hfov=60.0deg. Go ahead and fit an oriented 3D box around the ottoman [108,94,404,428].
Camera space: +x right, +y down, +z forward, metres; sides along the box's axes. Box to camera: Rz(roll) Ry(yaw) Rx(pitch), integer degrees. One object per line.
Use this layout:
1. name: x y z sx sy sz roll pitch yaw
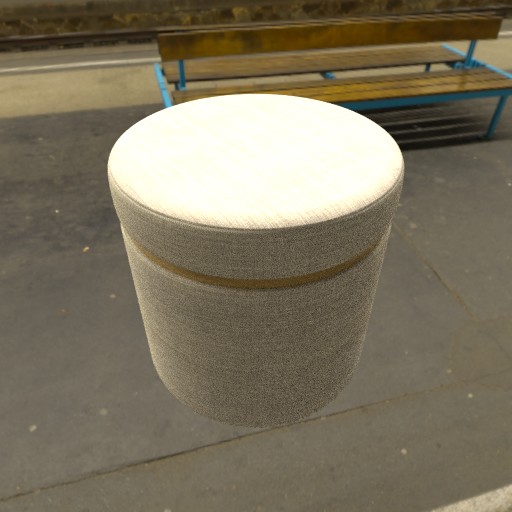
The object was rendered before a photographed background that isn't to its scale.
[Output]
1. ottoman: 0.000 0.000 0.731 0.400 0.406 0.400 0 40 0
